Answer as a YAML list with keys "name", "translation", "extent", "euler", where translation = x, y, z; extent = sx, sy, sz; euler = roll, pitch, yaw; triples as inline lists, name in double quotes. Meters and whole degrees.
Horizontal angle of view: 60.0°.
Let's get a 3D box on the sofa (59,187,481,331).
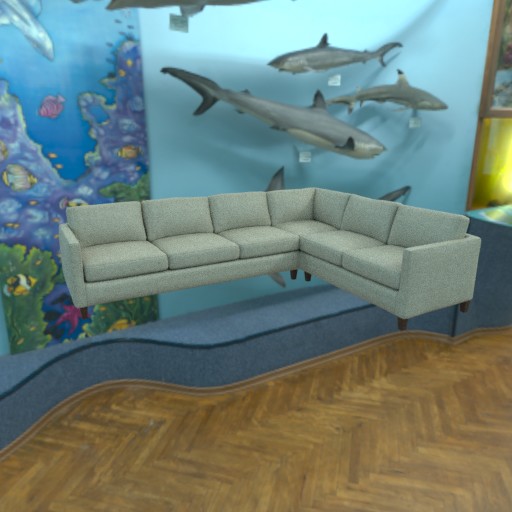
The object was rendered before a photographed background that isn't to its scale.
- name: "sofa"
  translation: [0.000, 0.000, 4.331]
  extent: [3.333, 0.934, 2.522]
  euler: [-9, 18, -27]
